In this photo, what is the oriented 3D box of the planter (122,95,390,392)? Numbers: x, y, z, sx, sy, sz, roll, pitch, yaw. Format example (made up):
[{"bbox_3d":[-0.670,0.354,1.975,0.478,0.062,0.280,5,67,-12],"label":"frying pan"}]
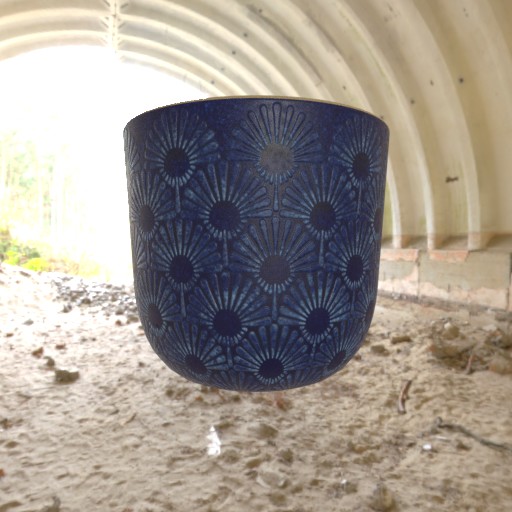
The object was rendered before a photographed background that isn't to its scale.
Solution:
[{"bbox_3d":[0.000,0.000,0.359,0.206,0.190,0.206,0,1,0],"label":"planter"}]
